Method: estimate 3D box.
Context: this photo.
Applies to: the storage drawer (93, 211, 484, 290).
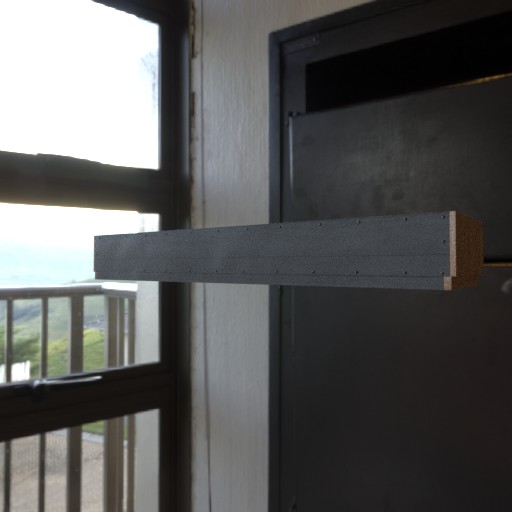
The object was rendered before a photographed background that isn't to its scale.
[{"bbox_3d":[0.000,0.000,2.285,2.032,0.264,0.538,-1,-2,36],"label":"storage drawer"}]
